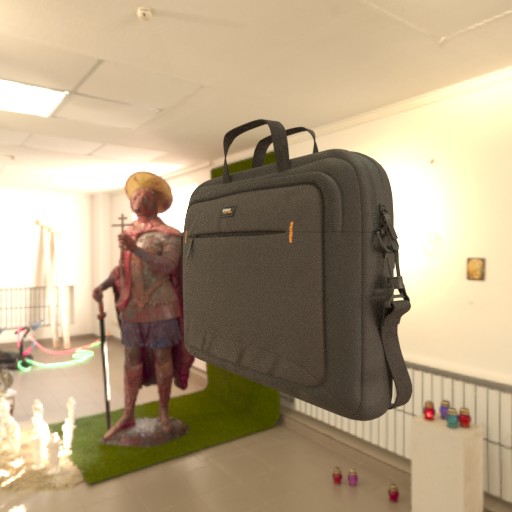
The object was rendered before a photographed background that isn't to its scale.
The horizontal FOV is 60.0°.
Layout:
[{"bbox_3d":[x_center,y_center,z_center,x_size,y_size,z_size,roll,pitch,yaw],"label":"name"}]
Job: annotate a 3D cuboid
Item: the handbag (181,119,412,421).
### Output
[{"bbox_3d":[0.000,0.000,0.431,0.089,0.244,0.320,-1,1,-37],"label":"handbag"}]
